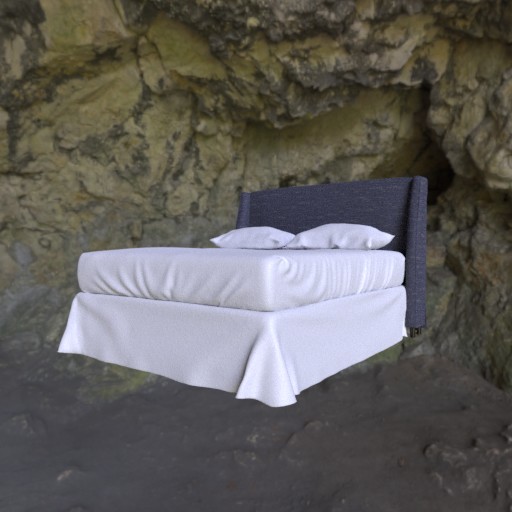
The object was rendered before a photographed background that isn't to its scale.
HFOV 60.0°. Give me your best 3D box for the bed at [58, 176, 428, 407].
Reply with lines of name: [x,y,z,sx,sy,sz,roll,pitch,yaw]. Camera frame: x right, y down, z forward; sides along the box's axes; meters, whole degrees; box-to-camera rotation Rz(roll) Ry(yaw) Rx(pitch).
bed: [0.000,0.000,3.385,1.925,1.332,2.276,1,2,37]
